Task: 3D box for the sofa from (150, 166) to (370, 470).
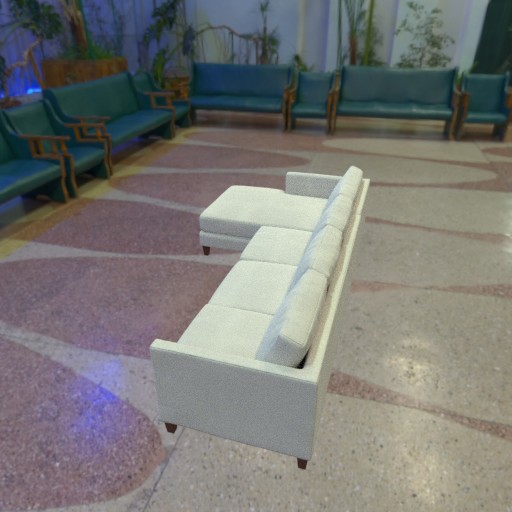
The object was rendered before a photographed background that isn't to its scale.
[{"bbox_3d":[0.000,0.000,3.799,1.625,0.861,3.186,9,30,15],"label":"sofa"}]
